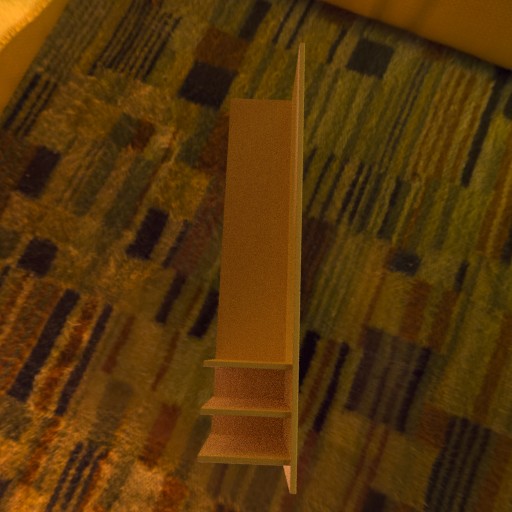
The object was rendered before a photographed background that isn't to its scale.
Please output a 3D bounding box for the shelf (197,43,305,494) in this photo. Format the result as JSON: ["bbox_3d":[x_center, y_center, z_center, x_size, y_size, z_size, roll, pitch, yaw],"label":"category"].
[{"bbox_3d":[0.000,0.000,1.131,0.200,0.300,1.020,2,78,1],"label":"shelf"}]
